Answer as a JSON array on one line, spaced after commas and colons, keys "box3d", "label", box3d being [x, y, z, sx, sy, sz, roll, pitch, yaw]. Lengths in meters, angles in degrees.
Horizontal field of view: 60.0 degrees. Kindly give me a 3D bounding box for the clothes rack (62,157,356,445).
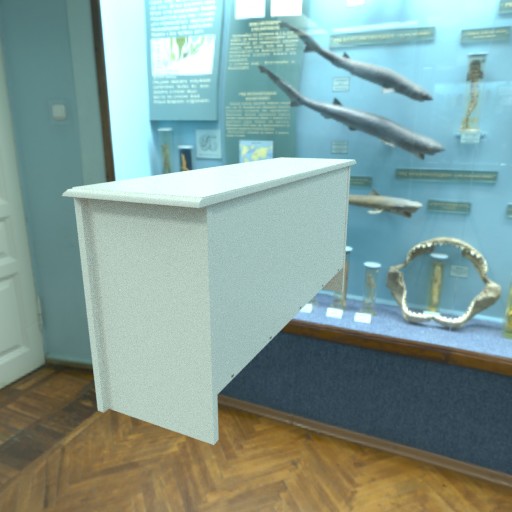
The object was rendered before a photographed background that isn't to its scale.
[{"box3d": [0.000, 0.000, 1.376, 0.324, 0.531, 1.120, 8, 18, 25], "label": "clothes rack"}]
